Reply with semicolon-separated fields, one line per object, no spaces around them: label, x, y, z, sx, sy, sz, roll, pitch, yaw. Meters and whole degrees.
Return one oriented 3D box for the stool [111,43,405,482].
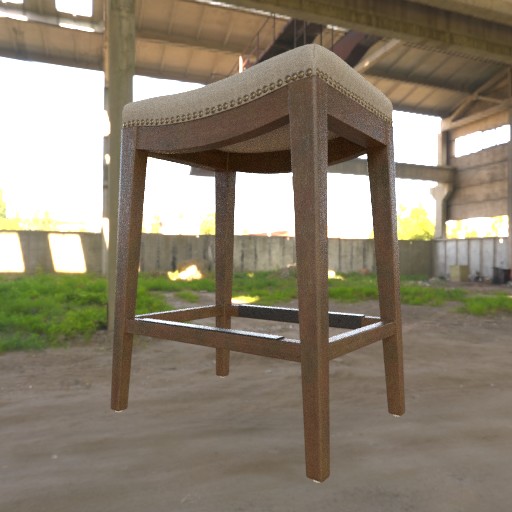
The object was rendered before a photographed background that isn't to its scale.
stool;0.000;0.000;0.929;0.508;0.660;0.356;0;0;37
